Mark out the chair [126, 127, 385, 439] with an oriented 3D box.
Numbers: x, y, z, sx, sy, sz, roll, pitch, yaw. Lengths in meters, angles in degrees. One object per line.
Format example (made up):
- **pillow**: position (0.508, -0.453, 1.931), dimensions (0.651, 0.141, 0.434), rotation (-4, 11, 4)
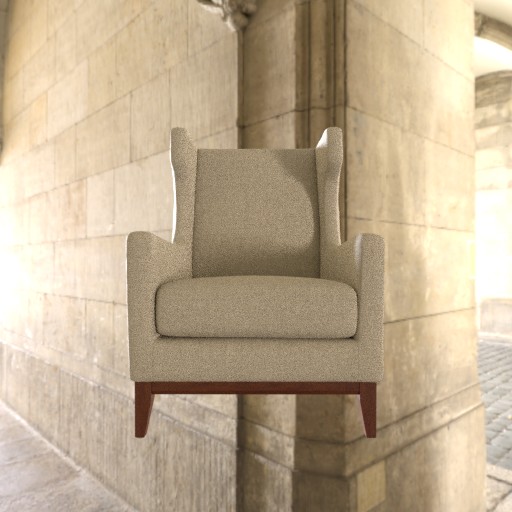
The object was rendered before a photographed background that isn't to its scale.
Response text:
- **chair**: position (0.000, 0.000, 1.705), dimensions (0.778, 1.079, 0.899), rotation (0, -1, 0)
